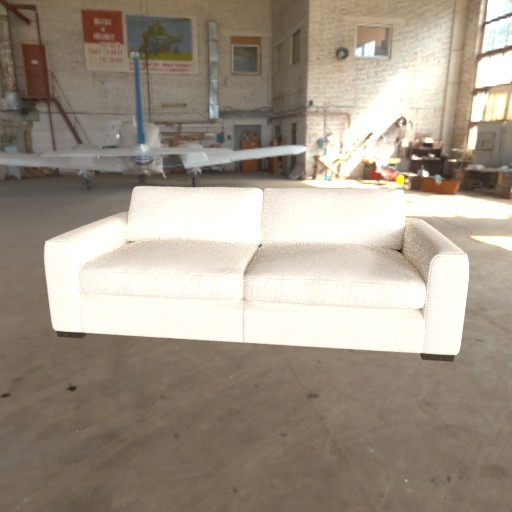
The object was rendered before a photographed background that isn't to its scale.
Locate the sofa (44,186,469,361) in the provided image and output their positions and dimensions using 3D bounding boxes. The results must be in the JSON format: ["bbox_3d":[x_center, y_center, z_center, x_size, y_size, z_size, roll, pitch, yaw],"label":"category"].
[{"bbox_3d":[0.000,0.000,2.806,2.262,0.801,1.070,2,15,8],"label":"sofa"}]
